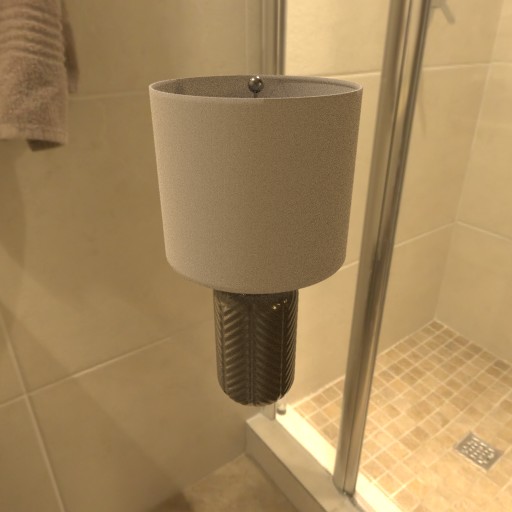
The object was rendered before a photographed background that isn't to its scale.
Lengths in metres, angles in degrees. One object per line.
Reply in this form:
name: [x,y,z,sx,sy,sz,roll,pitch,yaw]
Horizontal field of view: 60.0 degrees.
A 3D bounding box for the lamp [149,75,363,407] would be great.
lamp: [0.000,0.000,0.514,0.203,0.389,0.203,8,28,15]
